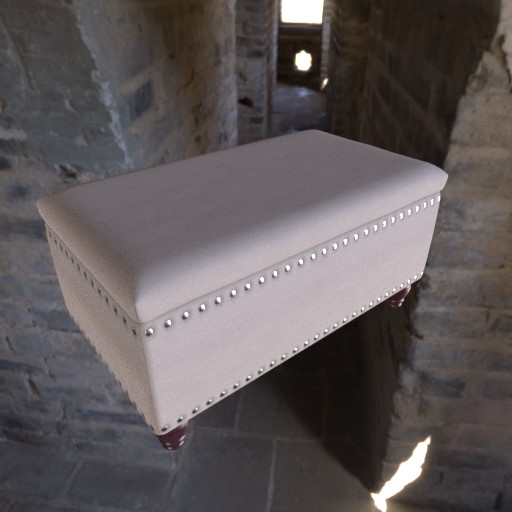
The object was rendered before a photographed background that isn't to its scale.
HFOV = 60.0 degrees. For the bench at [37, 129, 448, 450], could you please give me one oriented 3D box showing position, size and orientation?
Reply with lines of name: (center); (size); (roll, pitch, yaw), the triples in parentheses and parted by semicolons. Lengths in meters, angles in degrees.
bench: (0.000, 0.000, 1.173); (0.887, 0.449, 0.500); (-23, 38, -33)
